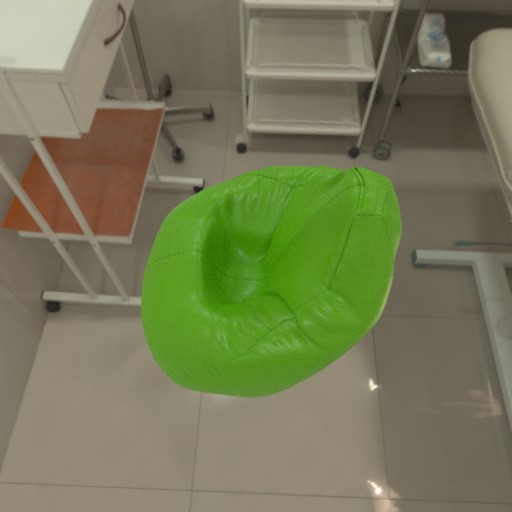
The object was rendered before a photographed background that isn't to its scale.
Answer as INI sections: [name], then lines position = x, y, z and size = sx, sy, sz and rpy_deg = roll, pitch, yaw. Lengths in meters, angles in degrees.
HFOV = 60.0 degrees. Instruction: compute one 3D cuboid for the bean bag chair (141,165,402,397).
[bean bag chair]
position = 0.000, 0.000, 1.923
size = 1.070, 0.990, 1.070
rpy_deg = 2, 59, 1
